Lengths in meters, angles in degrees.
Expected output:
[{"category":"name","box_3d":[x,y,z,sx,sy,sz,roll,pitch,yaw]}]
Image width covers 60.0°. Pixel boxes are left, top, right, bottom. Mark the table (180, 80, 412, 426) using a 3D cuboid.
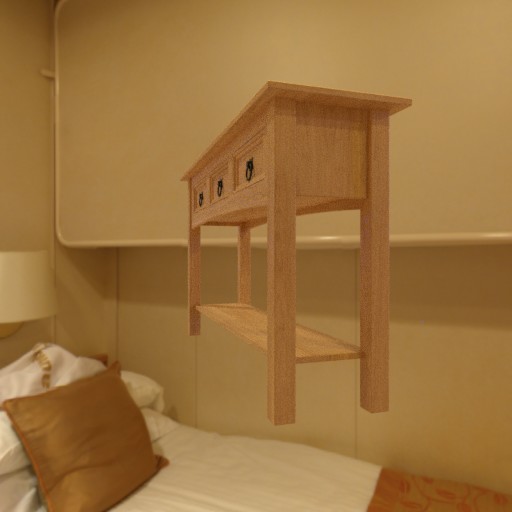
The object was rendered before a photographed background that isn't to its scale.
[{"category":"table","box_3d":[0.000,0.000,1.551,0.350,0.730,1.240,0,0,-18]}]
